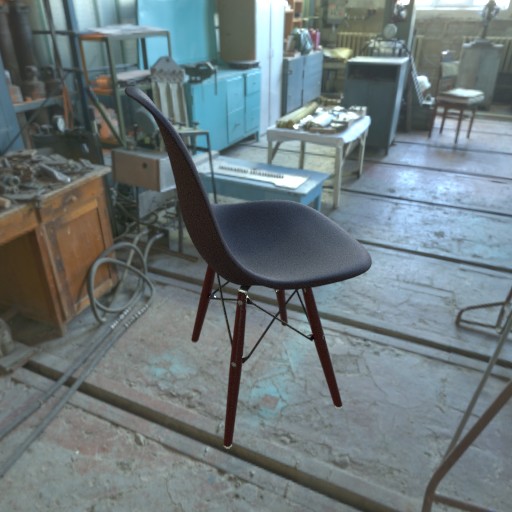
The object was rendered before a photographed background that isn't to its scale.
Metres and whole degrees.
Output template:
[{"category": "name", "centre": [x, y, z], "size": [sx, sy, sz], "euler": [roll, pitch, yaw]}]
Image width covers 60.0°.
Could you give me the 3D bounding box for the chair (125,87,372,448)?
[{"category": "chair", "centre": [0.000, 0.000, 1.131], "size": [0.533, 0.826, 0.470], "euler": [-10, 31, -17]}]
